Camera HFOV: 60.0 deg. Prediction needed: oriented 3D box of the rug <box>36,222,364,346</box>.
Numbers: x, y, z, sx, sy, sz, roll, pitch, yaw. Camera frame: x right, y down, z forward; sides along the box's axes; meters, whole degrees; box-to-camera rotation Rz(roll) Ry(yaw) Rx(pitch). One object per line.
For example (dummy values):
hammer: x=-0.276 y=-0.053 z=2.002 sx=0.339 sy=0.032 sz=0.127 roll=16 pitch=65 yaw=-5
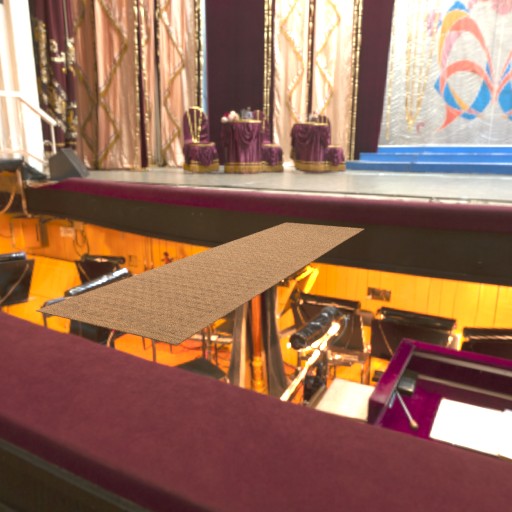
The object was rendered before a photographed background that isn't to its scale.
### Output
rug: x=0.000 y=0.000 z=2.637 sx=0.688 sy=0.005 sz=2.437 roll=7 pitch=15 yaw=27
